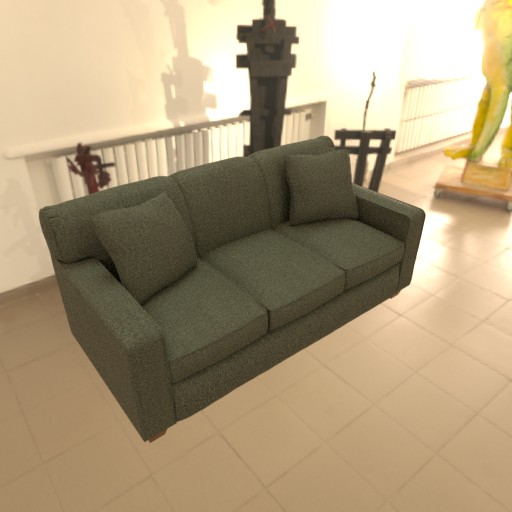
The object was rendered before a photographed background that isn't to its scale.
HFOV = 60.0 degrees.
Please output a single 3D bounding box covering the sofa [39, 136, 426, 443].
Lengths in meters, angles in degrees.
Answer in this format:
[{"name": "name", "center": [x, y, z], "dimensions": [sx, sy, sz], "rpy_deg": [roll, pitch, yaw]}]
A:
[{"name": "sofa", "center": [0.000, 0.000, 2.623], "dimensions": [2.024, 0.958, 0.997], "rpy_deg": [-22, 37, -32]}]
